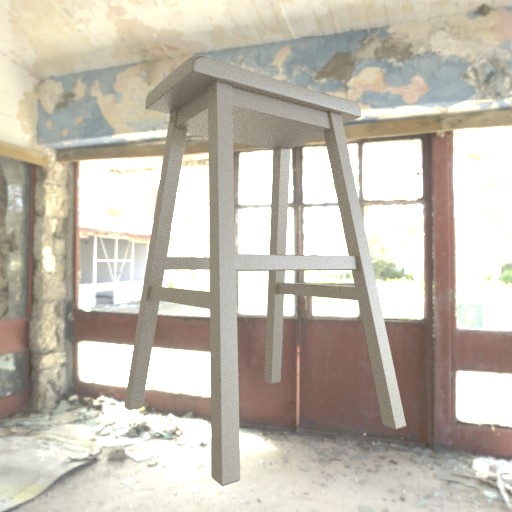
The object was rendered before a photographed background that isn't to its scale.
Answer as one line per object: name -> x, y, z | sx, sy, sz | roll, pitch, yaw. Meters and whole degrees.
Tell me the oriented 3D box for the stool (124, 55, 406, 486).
stool -> 0.000, 0.000, 1.028 | 0.457, 0.737, 0.476 | 1, -1, -35
